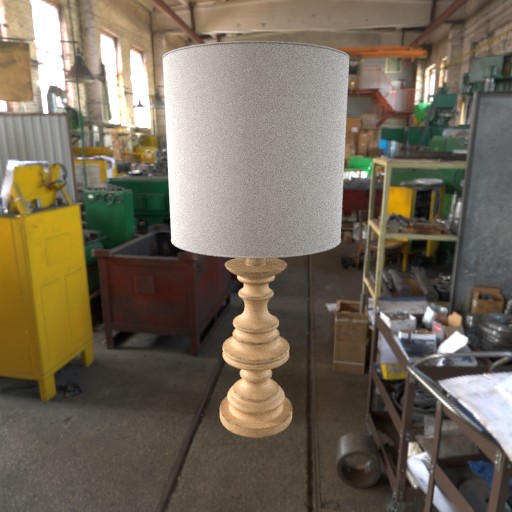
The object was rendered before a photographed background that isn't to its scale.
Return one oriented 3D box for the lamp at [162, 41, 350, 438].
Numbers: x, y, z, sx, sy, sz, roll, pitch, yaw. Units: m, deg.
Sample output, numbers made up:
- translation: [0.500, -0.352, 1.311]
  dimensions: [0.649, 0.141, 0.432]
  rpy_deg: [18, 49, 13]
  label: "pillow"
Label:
- translation: [0.000, 0.000, 0.559]
  dimensions: [0.208, 0.455, 0.208]
  rpy_deg: [-7, 16, -26]
  label: "lamp"
